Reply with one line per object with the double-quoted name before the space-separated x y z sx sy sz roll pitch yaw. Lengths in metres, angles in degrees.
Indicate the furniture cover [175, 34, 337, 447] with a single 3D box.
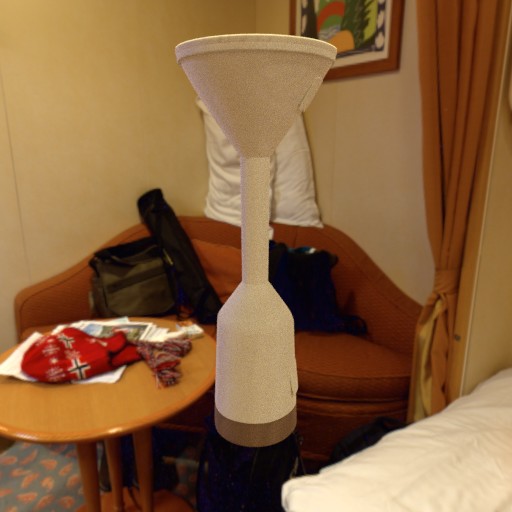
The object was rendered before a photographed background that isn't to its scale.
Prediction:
"furniture cover" 0.000 0.000 2.833 0.914 2.413 0.914 2 15 9
